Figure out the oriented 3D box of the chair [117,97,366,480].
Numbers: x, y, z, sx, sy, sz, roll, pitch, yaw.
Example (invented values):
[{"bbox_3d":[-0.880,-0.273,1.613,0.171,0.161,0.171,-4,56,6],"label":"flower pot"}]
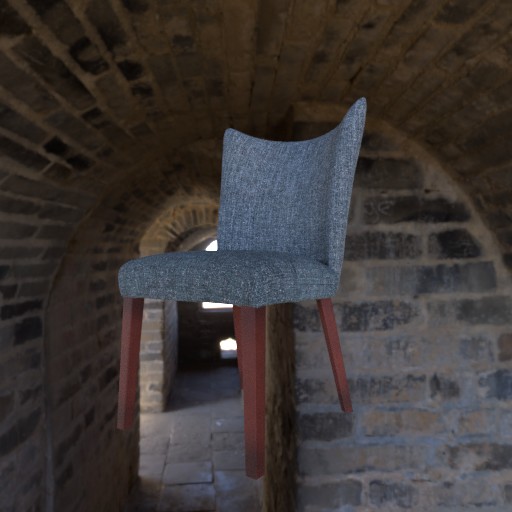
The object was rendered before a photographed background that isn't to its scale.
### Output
[{"bbox_3d":[0.000,0.000,1.295,0.535,0.924,0.623,-1,-1,37],"label":"chair"}]
